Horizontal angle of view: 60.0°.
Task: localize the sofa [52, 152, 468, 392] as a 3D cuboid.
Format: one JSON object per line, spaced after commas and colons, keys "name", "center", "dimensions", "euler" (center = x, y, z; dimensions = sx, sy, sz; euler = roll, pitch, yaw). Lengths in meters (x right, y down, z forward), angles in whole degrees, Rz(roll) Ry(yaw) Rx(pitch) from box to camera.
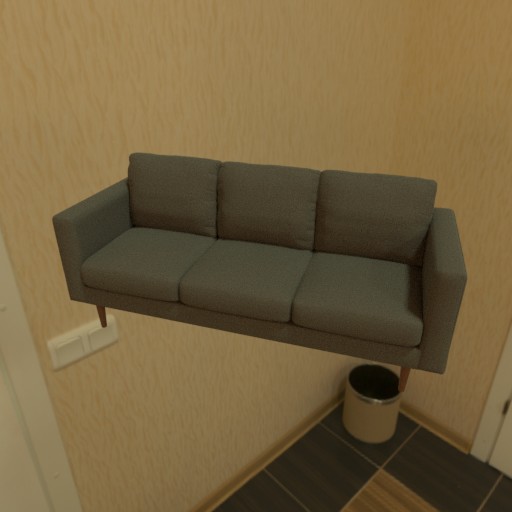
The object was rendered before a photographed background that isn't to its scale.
{"name": "sofa", "center": [0.000, 0.000, 2.465], "dimensions": [2.029, 0.912, 0.802], "euler": [8, 29, 16]}
